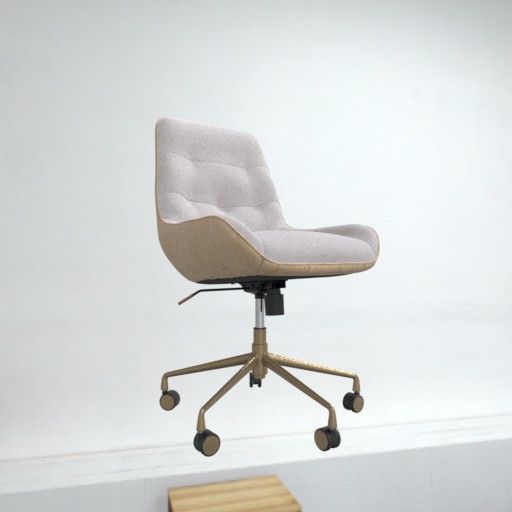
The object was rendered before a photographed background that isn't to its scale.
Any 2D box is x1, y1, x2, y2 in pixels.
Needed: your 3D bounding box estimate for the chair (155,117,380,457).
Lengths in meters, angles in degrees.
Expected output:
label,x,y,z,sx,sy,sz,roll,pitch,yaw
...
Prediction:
label,x,y,z,sx,sy,sz,roll,pitch,yaw
chair,0.000,0.000,1.343,0.564,0.952,0.668,0,0,-35
